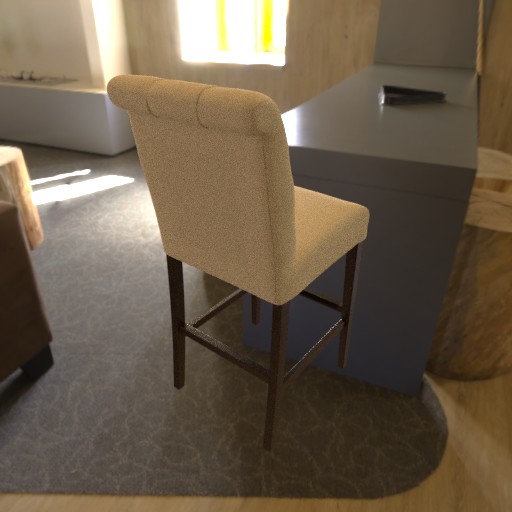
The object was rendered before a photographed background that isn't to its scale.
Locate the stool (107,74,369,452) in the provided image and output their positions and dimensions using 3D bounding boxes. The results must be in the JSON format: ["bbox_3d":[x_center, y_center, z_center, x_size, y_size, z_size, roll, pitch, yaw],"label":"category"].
[{"bbox_3d":[0.000,0.000,1.420,0.482,1.118,0.610,22,37,32],"label":"stool"}]
